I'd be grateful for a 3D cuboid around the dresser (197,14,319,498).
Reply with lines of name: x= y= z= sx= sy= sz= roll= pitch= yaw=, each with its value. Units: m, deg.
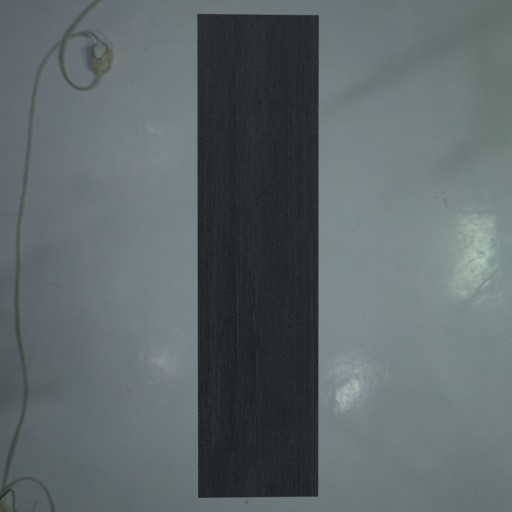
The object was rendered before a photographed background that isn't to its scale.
dresser: x=0.000 y=0.000 z=1.857 sx=0.400 sy=0.795 sz=1.590 roll=0 pitch=91 yaw=-1
